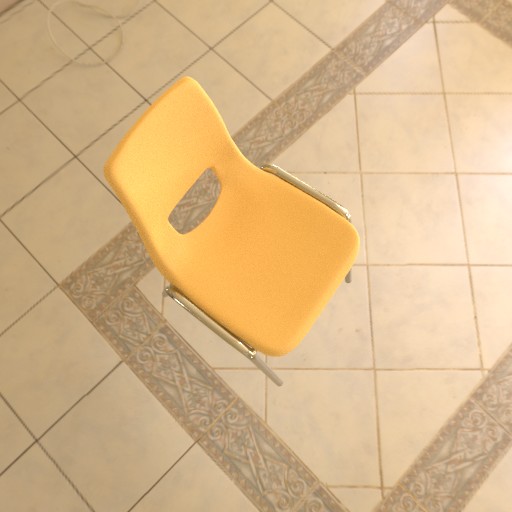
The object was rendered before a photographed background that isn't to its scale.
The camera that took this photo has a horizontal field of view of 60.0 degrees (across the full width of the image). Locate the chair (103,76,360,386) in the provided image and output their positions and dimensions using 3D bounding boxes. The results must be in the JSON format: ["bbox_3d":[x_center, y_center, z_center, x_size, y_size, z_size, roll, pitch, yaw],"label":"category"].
[{"bbox_3d":[0.000,0.000,0.978,0.436,0.704,0.381,34,77,9],"label":"chair"}]
